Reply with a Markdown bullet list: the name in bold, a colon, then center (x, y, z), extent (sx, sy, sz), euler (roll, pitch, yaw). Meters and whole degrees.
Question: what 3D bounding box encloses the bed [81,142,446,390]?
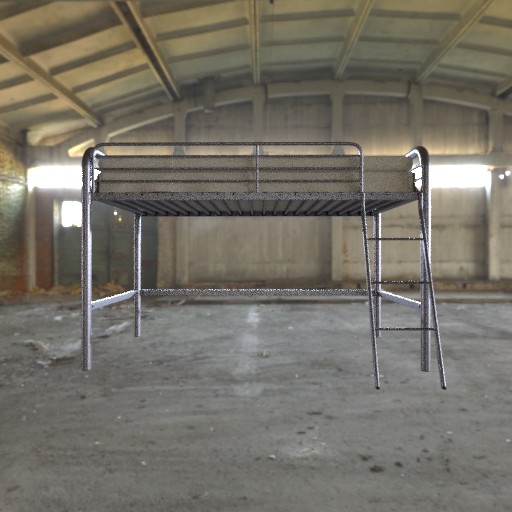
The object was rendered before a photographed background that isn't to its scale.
- **bed**: center (0.000, 0.000, 2.848), extent (1.965, 1.288, 1.415), euler (0, 0, 1)
